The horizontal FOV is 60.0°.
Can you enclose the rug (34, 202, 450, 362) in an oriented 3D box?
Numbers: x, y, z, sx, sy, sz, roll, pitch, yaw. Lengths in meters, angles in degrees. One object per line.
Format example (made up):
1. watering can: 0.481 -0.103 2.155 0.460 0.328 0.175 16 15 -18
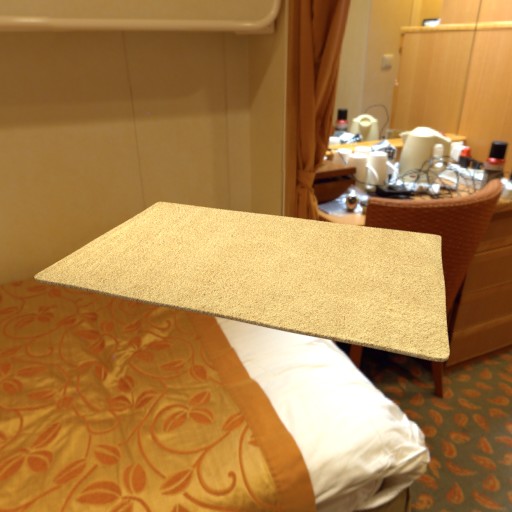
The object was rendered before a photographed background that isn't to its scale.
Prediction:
1. rug: 0.000 0.000 2.957 2.349 0.025 1.500 9 27 17
